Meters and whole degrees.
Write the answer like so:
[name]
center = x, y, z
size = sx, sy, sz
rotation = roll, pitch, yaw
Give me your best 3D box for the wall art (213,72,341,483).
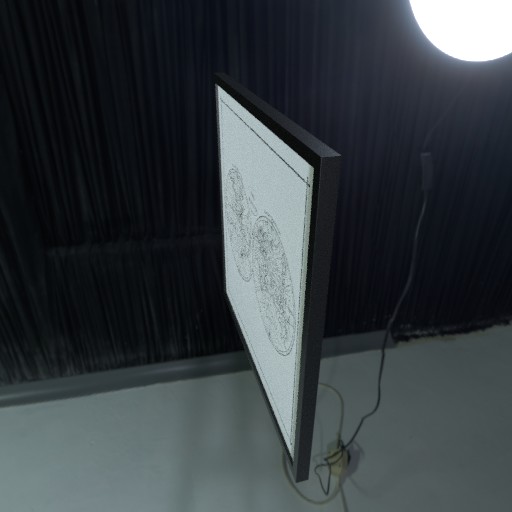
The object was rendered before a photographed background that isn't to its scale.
[wall art]
center = 0.000, 0.000, 1.147
size = 0.031, 0.775, 0.773
rotation = -8, 32, -14
